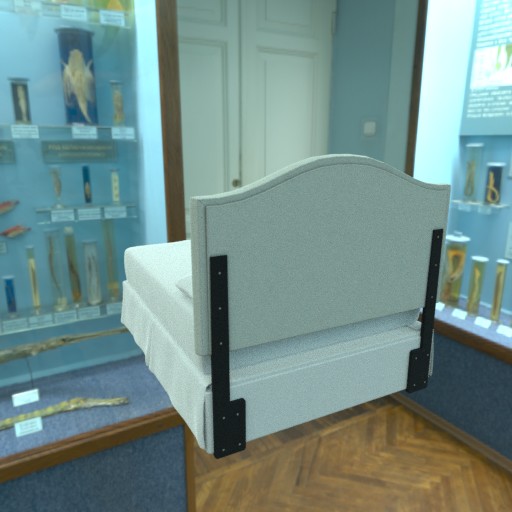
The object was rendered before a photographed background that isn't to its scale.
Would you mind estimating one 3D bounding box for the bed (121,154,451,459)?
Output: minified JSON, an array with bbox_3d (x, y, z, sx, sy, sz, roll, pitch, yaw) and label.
[{"bbox_3d":[0.000,0.000,3.507,1.813,1.607,2.180,-7,16,-27],"label":"bed"}]
